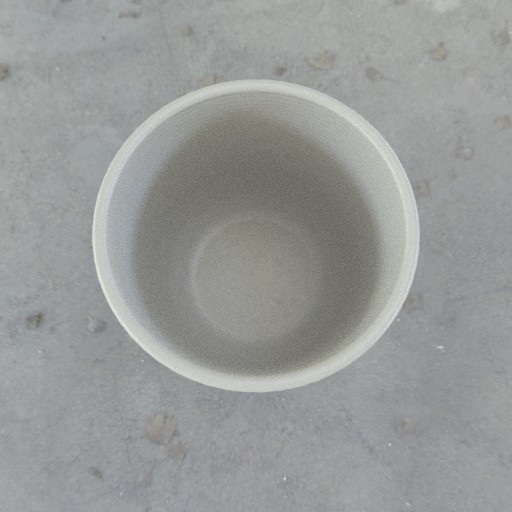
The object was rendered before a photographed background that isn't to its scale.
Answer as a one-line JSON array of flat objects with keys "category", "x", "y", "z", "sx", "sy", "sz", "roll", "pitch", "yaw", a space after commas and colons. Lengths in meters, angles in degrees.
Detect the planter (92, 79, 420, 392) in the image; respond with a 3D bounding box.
[{"category": "planter", "x": 0.000, "y": 0.000, "z": 0.220, "sx": 0.124, "sy": 0.109, "sz": 0.124, "roll": 0, "pitch": 76, "yaw": 0}]
